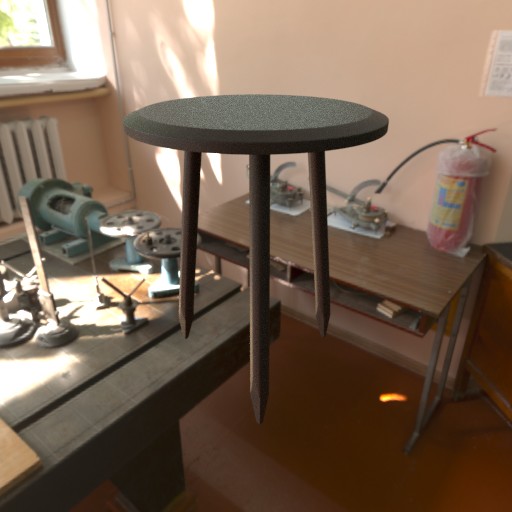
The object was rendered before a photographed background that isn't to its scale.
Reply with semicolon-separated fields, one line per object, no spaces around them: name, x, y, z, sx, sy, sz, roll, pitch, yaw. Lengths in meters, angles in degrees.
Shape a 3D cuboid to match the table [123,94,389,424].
table;0.000;0.000;0.916;0.457;0.585;0.457;0;27;0
